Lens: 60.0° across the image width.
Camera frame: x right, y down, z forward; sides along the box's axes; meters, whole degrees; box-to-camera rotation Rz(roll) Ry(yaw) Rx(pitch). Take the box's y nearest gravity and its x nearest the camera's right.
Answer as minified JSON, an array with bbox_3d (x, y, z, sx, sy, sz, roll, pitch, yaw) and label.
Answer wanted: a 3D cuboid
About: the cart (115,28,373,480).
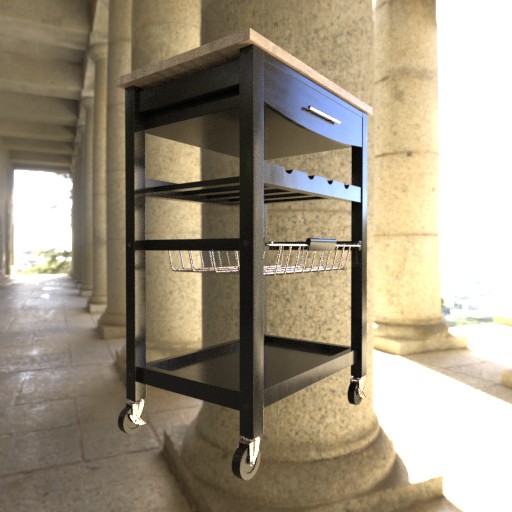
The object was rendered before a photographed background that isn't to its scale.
[{"bbox_3d":[0.000,0.000,1.153,0.403,0.839,0.584,1,1,37],"label":"cart"}]
